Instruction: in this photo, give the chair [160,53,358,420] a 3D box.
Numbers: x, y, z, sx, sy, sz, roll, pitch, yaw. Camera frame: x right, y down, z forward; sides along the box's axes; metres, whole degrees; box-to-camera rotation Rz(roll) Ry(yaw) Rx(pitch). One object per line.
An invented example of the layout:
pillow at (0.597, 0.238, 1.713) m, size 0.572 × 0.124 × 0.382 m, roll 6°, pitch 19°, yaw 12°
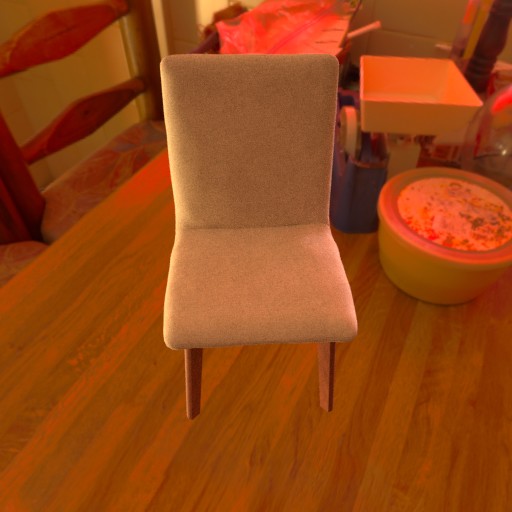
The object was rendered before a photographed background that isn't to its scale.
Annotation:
chair at (0.000, 0.000, 1.308) m, size 0.522 × 0.974 × 0.563 m, roll -2°, pitch 47°, yaw -2°
